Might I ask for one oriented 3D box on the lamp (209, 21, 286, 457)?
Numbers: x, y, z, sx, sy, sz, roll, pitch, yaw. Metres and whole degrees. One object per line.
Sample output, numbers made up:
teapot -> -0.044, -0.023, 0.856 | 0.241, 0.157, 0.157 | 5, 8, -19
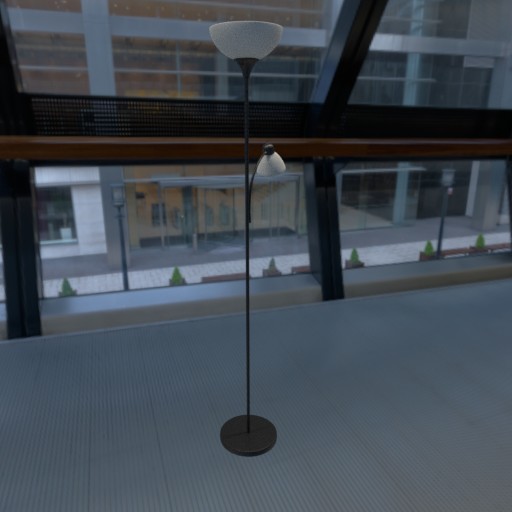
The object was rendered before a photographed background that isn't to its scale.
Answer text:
lamp -> 0.000, 0.000, 1.977 | 0.279, 1.804, 0.442 | 8, 19, 24
